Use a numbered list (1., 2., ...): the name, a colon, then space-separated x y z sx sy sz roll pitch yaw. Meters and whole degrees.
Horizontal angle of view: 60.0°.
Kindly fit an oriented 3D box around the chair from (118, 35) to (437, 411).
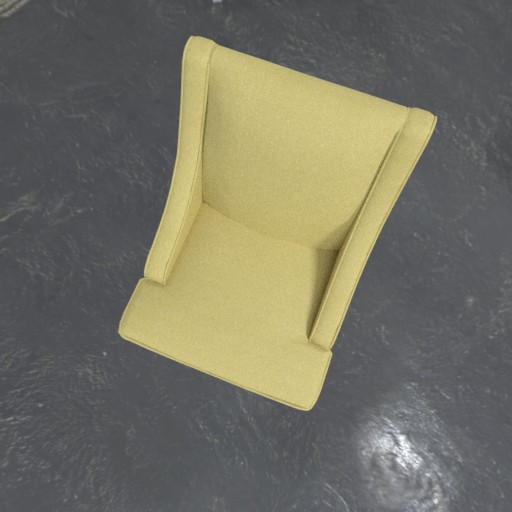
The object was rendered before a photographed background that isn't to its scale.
1. chair: 0.000 0.000 1.467 0.696 0.896 0.814 21 76 5
